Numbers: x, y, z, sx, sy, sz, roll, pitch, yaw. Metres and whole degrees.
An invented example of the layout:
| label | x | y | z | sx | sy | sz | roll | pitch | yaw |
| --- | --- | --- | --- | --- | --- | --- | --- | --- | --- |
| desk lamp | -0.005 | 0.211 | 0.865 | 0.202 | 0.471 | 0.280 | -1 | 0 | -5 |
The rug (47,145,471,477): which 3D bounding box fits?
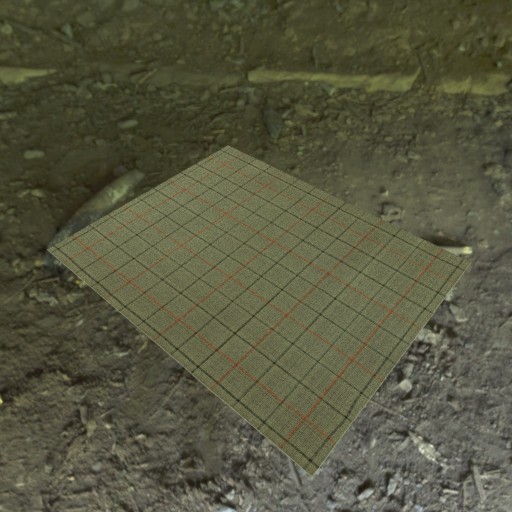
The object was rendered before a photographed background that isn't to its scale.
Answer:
| label | x | y | z | sx | sy | sz | roll | pitch | yaw |
| --- | --- | --- | --- | --- | --- | --- | --- | --- | --- |
| rug | 0.000 | 0.000 | 4.076 | 3.048 | 0.012 | 2.444 | 32 | 53 | 28 |
